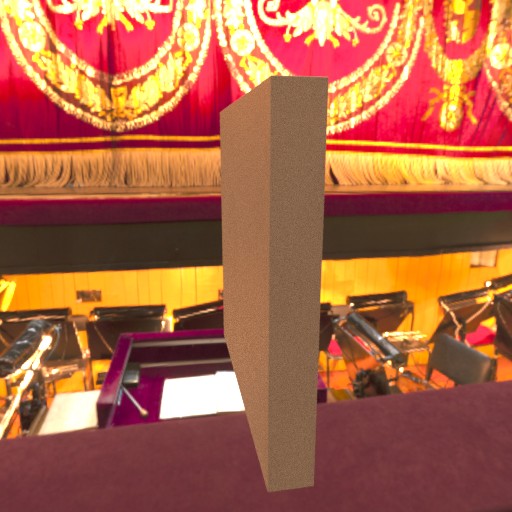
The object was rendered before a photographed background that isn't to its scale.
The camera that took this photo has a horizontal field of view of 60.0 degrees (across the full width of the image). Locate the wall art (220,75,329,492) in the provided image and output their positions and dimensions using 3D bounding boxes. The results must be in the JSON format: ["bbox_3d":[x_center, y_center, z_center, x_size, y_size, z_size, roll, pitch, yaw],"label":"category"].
[{"bbox_3d":[0.000,0.000,0.458,0.038,0.305,0.305,-3,14,-10],"label":"wall art"}]
